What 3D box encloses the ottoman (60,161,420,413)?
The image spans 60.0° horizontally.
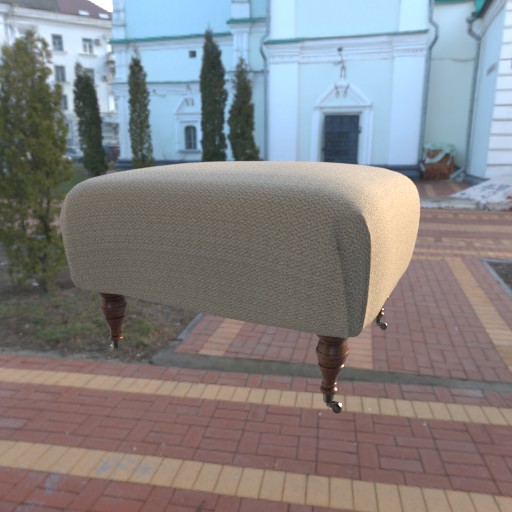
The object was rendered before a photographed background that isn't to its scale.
[{"bbox_3d":[0.000,0.000,1.066,0.684,0.447,0.622,7,15,26],"label":"ottoman"}]
